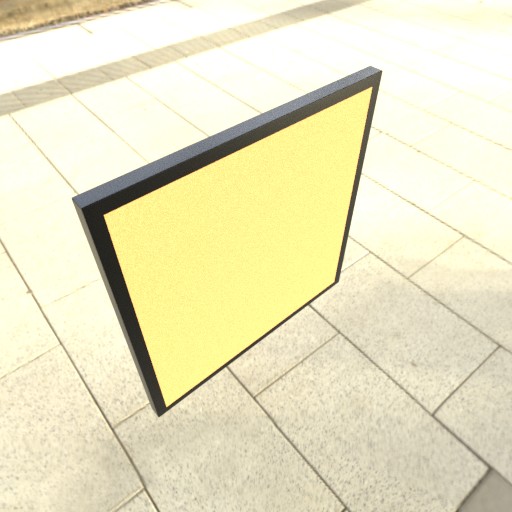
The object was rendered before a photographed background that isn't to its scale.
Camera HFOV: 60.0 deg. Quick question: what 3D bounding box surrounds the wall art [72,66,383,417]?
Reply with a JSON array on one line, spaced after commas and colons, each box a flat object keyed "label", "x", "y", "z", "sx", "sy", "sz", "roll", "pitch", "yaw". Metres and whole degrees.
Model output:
[{"label": "wall art", "x": 0.000, "y": 0.000, "z": 1.146, "sx": 0.755, "sy": 0.761, "sz": 0.038, "roll": -32, "pitch": 54, "yaw": -27}]
